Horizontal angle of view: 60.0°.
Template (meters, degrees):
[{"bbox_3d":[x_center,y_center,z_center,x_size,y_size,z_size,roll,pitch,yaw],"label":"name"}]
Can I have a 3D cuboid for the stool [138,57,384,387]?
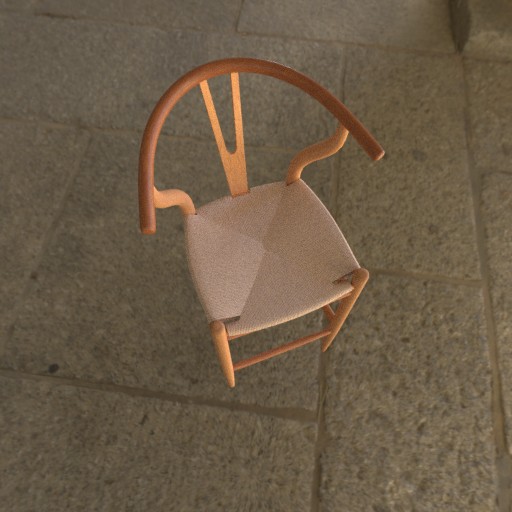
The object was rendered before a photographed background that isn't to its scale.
[{"bbox_3d":[0.000,0.000,1.417,0.574,1.068,0.561,-19,65,-9],"label":"stool"}]
